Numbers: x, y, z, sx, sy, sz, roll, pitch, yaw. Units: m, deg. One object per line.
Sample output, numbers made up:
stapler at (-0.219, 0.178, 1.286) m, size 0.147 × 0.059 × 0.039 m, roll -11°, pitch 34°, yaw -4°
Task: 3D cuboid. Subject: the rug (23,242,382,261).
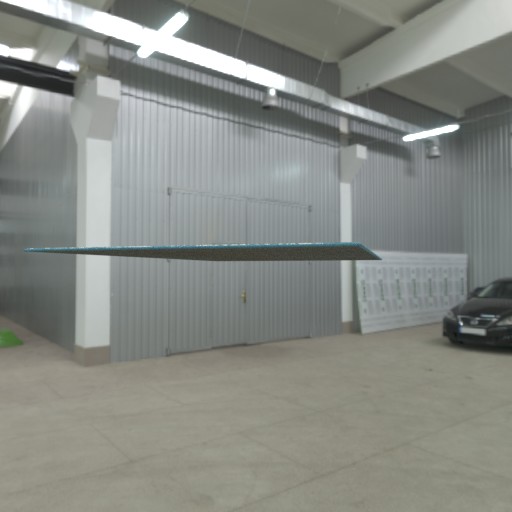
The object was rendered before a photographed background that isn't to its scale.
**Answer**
rug at (0.000, 0.000, 3.468) m, size 1.816 × 0.018 × 2.746 m, roll -1°, pitch -2°, yaw 18°
